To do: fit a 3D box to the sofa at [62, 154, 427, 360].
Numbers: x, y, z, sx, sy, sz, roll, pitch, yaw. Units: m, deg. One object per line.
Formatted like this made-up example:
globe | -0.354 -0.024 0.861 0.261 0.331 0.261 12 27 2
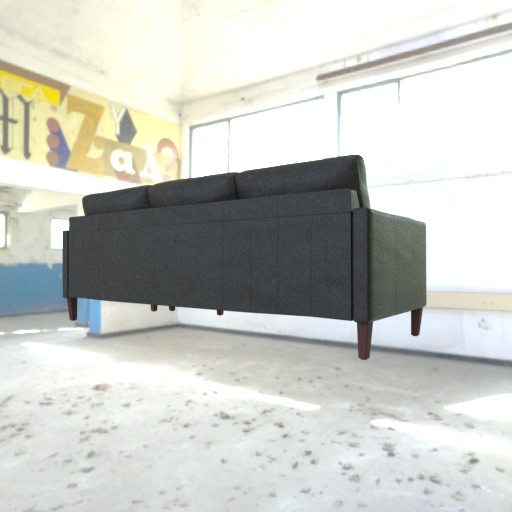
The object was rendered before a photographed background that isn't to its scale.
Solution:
sofa | 0.000 0.000 2.965 2.178 0.876 1.497 -1 -1 36
